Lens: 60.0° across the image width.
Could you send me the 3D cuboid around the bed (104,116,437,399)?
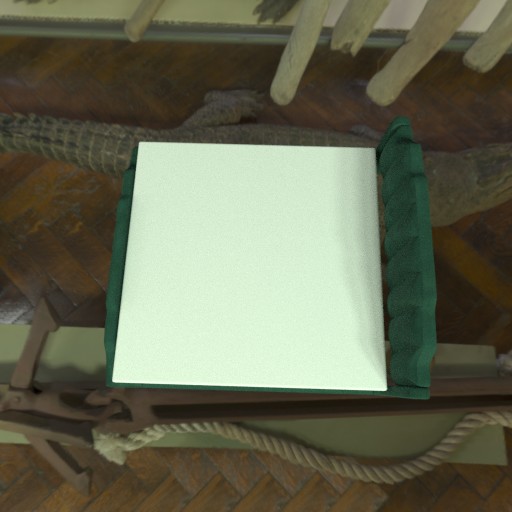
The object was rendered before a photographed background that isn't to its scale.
[{"bbox_3d":[0.000,0.000,3.528,2.340,1.245,2.074,2,74,0],"label":"bed"}]
